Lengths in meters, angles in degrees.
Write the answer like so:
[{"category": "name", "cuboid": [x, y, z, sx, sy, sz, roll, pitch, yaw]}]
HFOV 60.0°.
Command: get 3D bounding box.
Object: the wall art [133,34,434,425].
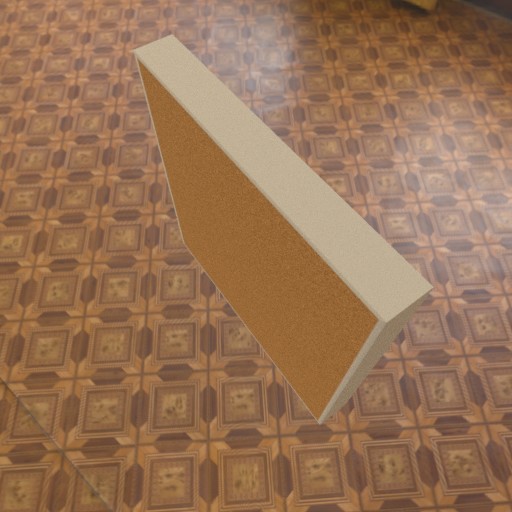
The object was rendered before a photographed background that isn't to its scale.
[{"category": "wall art", "cuboid": [0.000, 0.000, 0.449, 0.038, 0.304, 0.305, -32, 64, -17]}]
